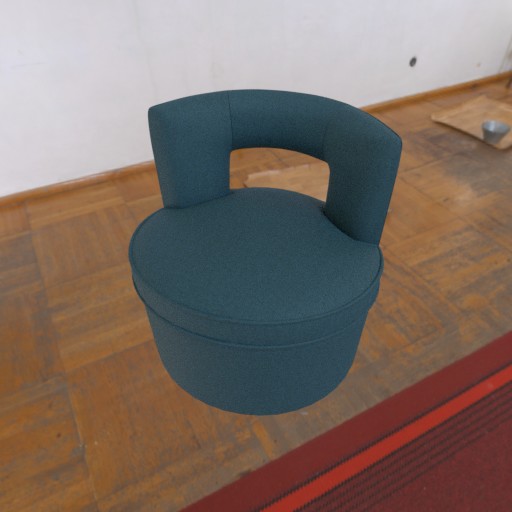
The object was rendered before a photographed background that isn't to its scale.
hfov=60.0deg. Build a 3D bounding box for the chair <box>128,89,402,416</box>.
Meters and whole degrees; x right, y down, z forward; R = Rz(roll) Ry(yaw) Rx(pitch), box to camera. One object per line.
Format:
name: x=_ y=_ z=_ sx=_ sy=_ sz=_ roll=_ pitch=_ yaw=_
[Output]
chair: x=0.000 y=0.000 z=1.234 sx=0.684 sy=0.711 sz=0.660 roll=11 pitch=41 yaw=13
